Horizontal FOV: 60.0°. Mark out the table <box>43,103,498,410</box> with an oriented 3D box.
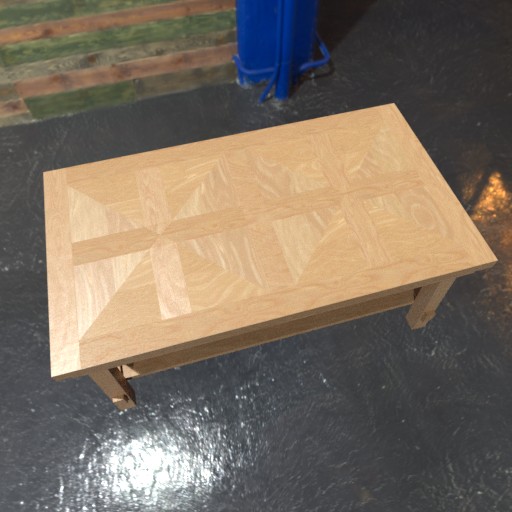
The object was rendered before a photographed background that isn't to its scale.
[{"bbox_3d":[0.000,0.000,1.600,1.270,0.507,0.711,-13,59,-8],"label":"table"}]
